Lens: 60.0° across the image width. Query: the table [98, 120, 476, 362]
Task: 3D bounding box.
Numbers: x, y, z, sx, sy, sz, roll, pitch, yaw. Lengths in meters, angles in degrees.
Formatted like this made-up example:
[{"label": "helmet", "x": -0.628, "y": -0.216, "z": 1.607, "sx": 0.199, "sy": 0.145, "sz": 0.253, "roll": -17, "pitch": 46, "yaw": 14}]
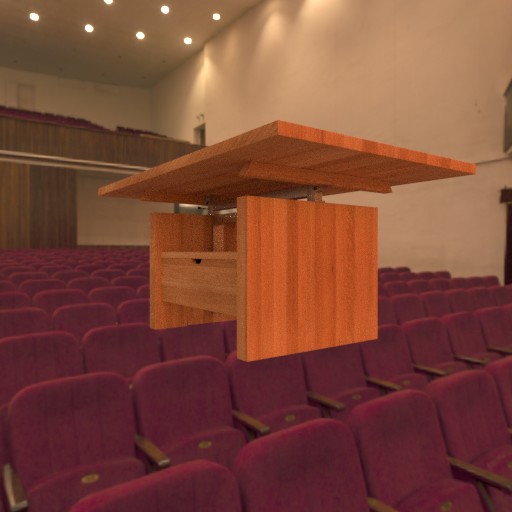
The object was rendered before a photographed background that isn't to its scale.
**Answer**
[{"label": "table", "x": 0.000, "y": 0.000, "z": 1.462, "sx": 0.700, "sy": 0.510, "sz": 1.100, "roll": 0, "pitch": 1, "yaw": -36}]
